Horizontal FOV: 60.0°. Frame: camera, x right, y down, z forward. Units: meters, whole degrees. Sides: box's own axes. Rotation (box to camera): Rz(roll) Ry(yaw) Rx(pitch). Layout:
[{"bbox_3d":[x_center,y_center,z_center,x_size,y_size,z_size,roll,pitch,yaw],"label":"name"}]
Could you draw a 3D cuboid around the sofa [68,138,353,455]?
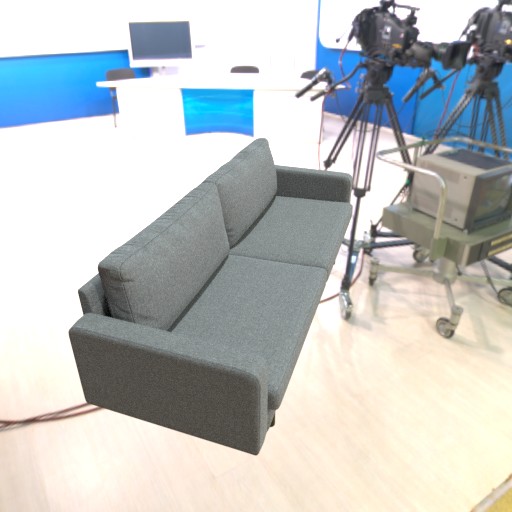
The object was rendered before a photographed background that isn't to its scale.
[{"bbox_3d":[0.000,0.000,2.658,0.880,0.880,2.200,10,32,17],"label":"sofa"}]
